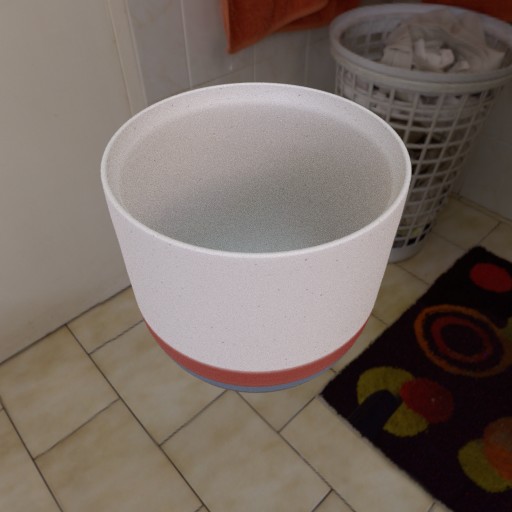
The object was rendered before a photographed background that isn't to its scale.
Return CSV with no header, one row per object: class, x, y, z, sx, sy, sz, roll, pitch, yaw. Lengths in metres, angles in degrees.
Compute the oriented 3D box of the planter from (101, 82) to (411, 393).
planter,0.000,0.000,0.485,0.268,0.270,0.268,0,46,0
